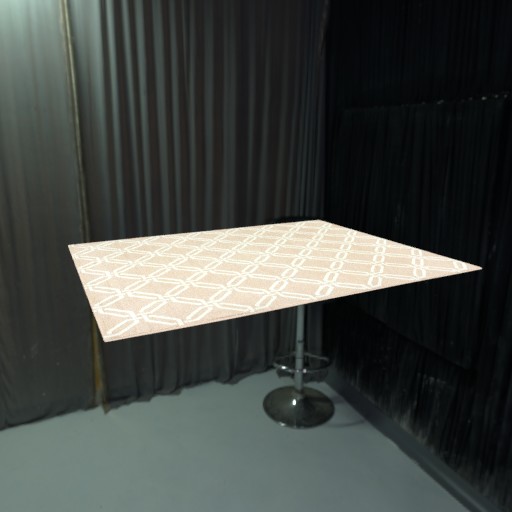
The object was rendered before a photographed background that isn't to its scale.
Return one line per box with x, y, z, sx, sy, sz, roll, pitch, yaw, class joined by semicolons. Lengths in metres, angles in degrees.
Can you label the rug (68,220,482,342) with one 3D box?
0.000;0.000;3.899;2.895;0.018;2.288;-8;17;-26;rug
